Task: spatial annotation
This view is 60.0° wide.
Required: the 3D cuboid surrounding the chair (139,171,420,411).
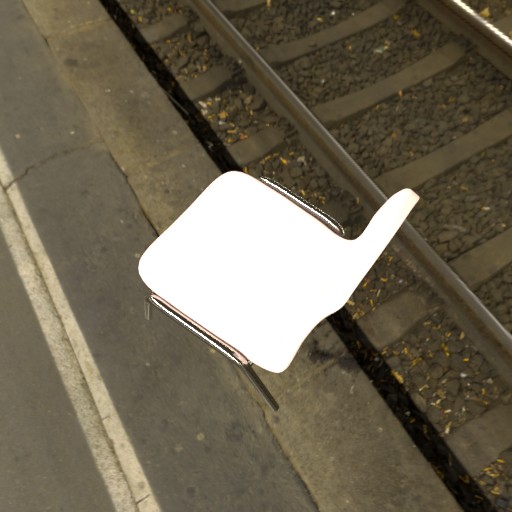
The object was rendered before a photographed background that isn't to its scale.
[{"bbox_3d":[0.000,0.000,0.801,0.385,0.537,0.354,34,68,16],"label":"chair"}]
